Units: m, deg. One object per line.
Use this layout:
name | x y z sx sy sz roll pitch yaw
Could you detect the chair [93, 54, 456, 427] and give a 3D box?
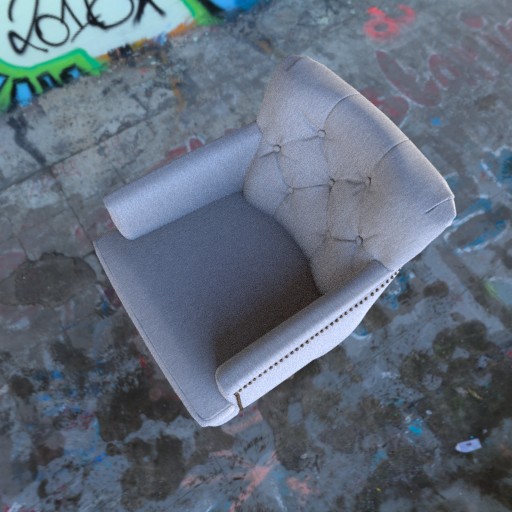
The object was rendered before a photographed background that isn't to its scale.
chair | 0.000 0.000 1.495 0.902 0.823 0.737 -32 68 -14
